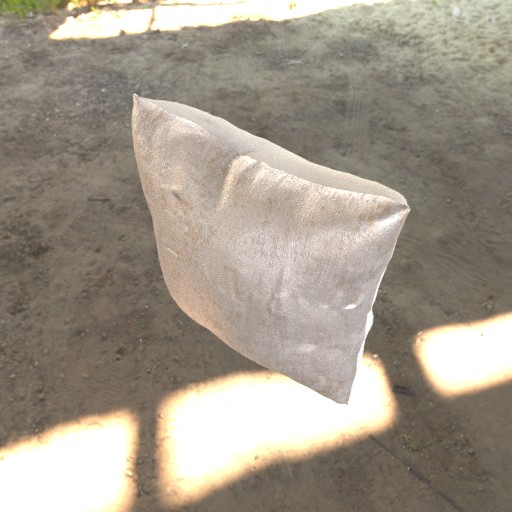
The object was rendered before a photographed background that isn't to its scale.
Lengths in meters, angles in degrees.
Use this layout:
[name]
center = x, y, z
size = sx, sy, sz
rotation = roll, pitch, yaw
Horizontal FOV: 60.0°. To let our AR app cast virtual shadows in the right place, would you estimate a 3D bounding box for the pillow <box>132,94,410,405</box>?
[pillow]
center = 0.000, 0.000, 0.735
size = 0.450, 0.448, 0.245
rotation = 31, 53, 26
